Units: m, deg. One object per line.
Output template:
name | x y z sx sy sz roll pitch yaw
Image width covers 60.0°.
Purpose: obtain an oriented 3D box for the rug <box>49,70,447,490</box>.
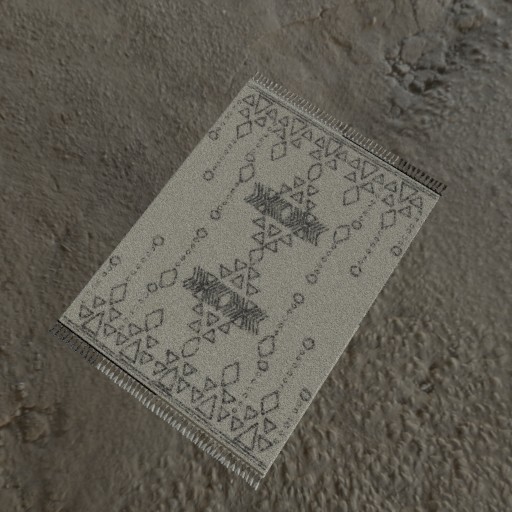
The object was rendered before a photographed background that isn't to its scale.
rug | 0.000 0.000 2.922 1.600 0.013 2.312 34 78 8
